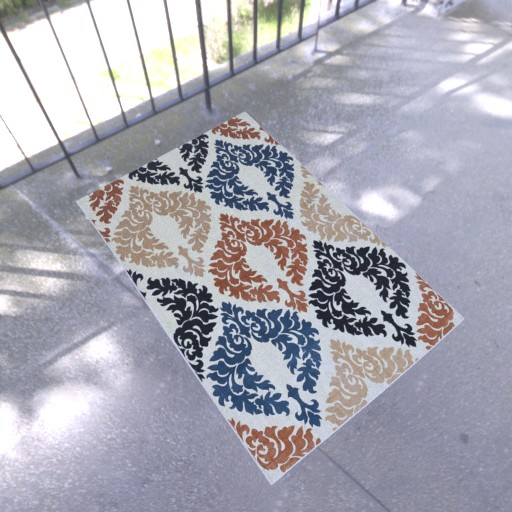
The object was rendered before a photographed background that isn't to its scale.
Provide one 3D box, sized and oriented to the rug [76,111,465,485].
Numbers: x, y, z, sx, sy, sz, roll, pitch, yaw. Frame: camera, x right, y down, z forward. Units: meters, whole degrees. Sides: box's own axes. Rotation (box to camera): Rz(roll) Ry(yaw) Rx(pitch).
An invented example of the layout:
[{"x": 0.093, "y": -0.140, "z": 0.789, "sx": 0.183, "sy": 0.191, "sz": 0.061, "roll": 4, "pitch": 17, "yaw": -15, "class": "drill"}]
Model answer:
[{"x": 0.000, "y": 0.000, "z": 2.945, "sx": 1.514, "sy": 0.014, "sz": 2.275, "roll": -33, "pitch": 66, "yaw": -17, "class": "rug"}]
